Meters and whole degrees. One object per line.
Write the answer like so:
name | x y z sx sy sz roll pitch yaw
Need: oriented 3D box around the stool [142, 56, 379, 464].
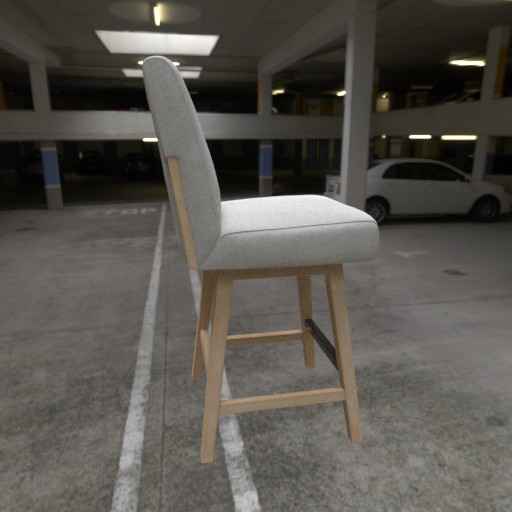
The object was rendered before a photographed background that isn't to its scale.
stool | 0.000 0.000 1.386 0.606 1.085 0.507 -3 16 -11
